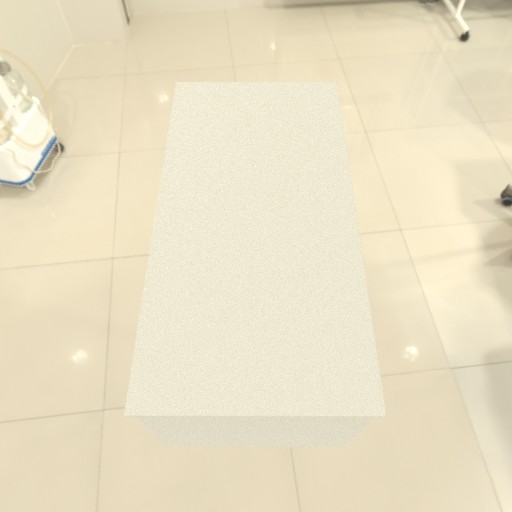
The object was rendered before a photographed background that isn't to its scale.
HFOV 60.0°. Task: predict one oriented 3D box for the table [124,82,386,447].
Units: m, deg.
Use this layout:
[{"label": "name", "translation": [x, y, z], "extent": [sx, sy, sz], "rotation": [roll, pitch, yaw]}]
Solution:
[{"label": "table", "translation": [0.000, 0.000, 1.296], "extent": [0.500, 0.441, 1.000], "rotation": [0, 58, 0]}]
